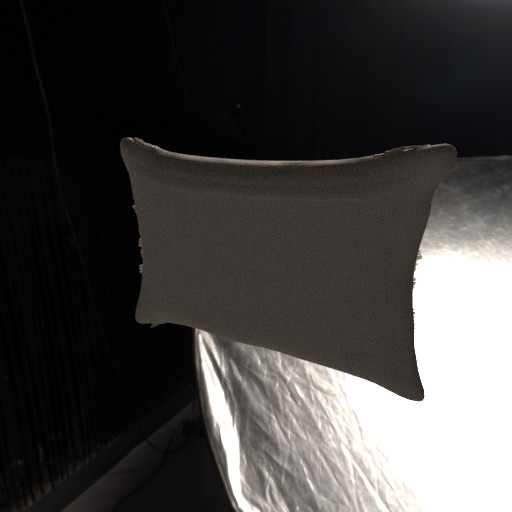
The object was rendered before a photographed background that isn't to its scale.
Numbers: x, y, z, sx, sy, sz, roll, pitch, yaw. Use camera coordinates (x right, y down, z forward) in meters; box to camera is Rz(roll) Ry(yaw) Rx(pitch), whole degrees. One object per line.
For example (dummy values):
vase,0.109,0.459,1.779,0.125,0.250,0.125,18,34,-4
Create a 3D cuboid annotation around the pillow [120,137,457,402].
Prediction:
pillow,0.000,0.000,0.596,0.466,0.305,0.084,9,18,28
